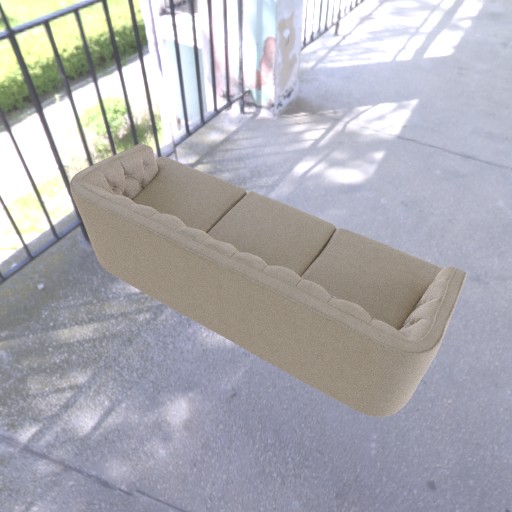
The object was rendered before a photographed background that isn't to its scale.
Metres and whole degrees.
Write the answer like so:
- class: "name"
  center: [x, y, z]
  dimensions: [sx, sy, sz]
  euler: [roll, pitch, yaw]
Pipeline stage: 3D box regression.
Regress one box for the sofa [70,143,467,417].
- class: "sofa"
  center: [0.000, 0.000, 2.705]
  dimensions: [2.235, 0.788, 0.913]
  euler: [25, 52, 21]
